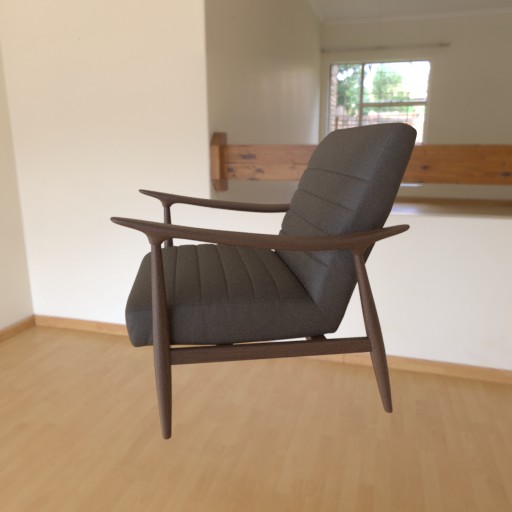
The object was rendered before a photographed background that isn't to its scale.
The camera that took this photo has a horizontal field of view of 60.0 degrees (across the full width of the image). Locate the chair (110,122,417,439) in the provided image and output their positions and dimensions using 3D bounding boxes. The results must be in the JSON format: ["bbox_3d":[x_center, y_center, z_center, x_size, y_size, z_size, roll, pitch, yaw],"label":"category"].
[{"bbox_3d":[0.000,0.000,1.463,0.798,0.831,0.741,-2,14,-8],"label":"chair"}]
